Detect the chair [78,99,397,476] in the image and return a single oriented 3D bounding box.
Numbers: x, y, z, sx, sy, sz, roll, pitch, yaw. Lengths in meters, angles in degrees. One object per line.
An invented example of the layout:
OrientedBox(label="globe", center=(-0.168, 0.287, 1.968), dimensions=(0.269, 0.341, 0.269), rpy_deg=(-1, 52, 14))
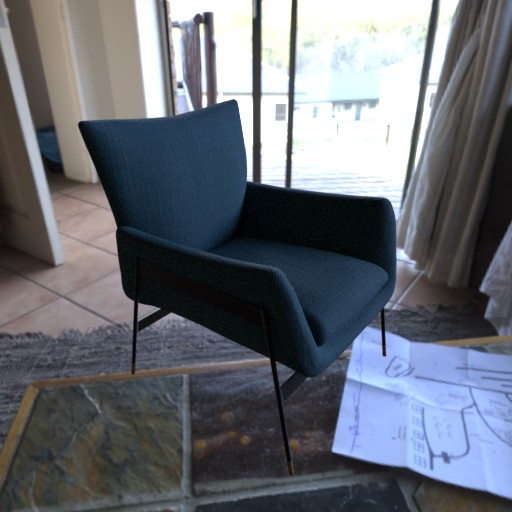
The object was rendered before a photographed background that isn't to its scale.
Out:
OrientedBox(label="chair", center=(0.000, 0.000, 1.433), dimensions=(0.769, 0.859, 0.678), rpy_deg=(18, 31, 33))
